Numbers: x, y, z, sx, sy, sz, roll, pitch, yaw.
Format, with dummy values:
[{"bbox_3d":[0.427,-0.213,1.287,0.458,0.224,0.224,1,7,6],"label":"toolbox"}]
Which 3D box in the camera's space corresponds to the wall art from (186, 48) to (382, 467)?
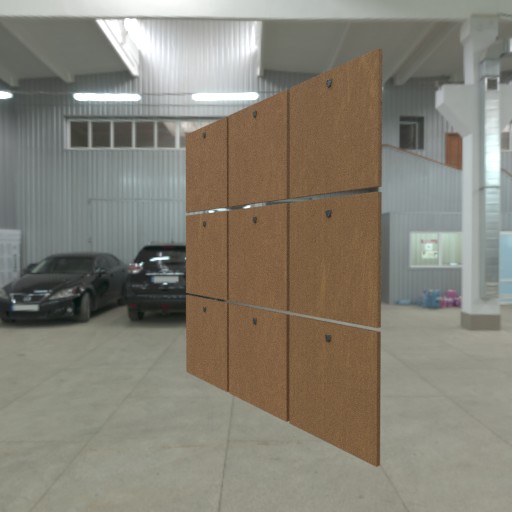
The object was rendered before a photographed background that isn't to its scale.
[{"bbox_3d":[0.000,0.000,1.337,0.018,0.913,0.915,-1,1,-36],"label":"wall art"}]
